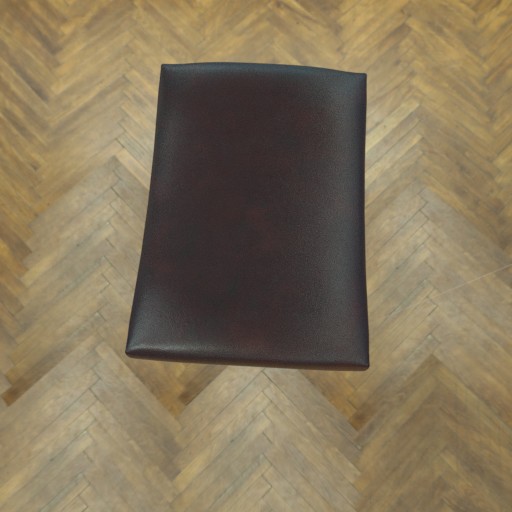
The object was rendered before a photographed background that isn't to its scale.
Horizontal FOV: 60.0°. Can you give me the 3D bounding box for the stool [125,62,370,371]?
[{"bbox_3d":[0.000,0.000,1.030,0.372,0.742,0.504,3,75,1],"label":"stool"}]
